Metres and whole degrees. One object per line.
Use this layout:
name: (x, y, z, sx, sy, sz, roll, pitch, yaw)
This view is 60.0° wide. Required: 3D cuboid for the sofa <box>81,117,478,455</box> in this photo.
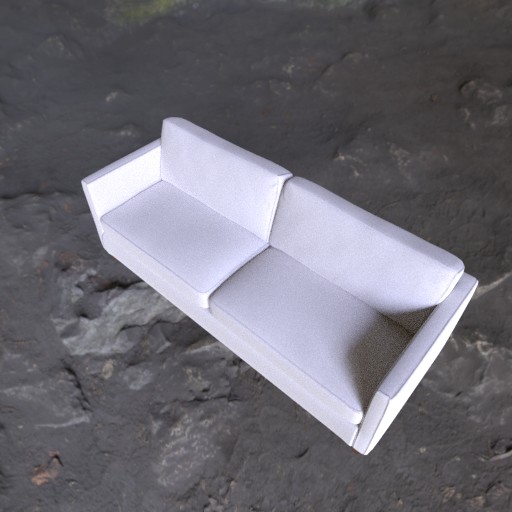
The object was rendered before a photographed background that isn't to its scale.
sofa: (0.000, 0.000, 2.831, 2.361, 0.962, 0.951, 33, 55, 27)
